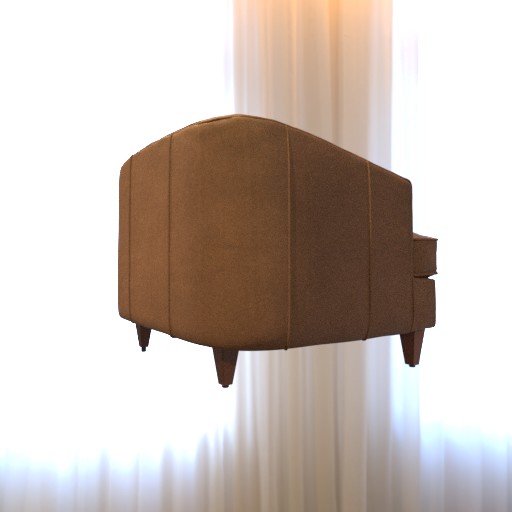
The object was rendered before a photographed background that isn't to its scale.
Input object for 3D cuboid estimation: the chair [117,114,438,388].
[{"bbox_3d":[0.000,0.000,1.771,0.914,0.787,1.118,1,-1,-35],"label":"chair"}]
